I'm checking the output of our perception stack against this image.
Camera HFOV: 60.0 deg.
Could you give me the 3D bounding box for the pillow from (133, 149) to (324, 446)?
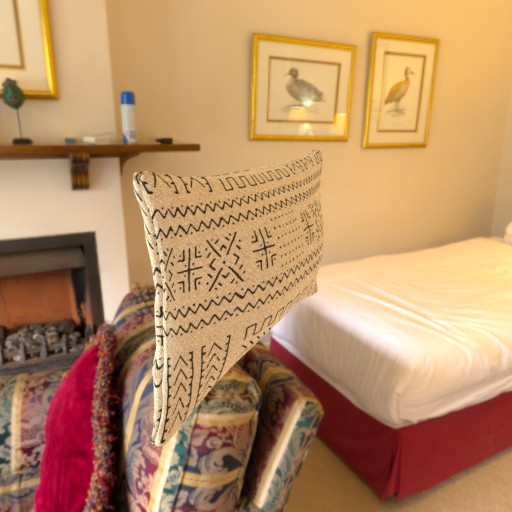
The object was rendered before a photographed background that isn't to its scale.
[{"bbox_3d":[0.000,0.000,0.797,0.188,0.352,0.637,8,18,25],"label":"pillow"}]
